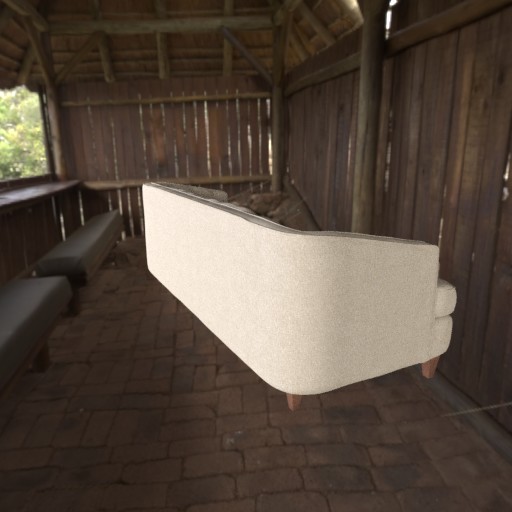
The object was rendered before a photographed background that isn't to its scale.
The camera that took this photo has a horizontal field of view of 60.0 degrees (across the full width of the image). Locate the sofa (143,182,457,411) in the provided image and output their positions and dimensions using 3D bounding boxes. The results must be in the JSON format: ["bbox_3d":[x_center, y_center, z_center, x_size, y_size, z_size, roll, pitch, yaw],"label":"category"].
[{"bbox_3d":[0.000,0.000,2.741,0.913,0.788,2.235,-8,17,-27],"label":"sofa"}]
